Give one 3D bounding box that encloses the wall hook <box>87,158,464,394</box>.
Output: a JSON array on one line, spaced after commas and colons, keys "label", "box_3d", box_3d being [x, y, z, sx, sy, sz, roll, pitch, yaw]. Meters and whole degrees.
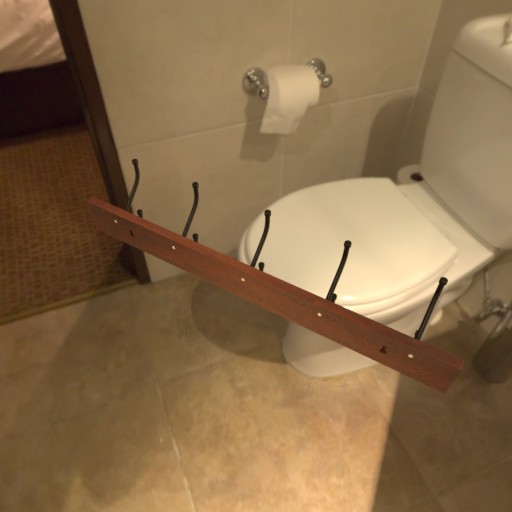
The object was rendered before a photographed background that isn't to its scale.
[{"label": "wall hook", "box_3d": [0.000, 0.000, 0.614, 0.571, 0.117, 0.071, 23, 51, 20]}]
